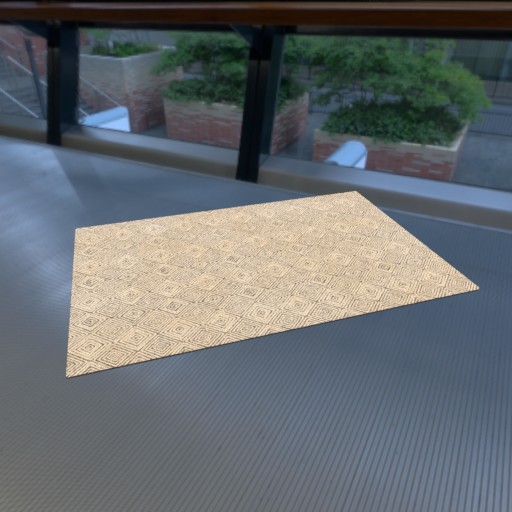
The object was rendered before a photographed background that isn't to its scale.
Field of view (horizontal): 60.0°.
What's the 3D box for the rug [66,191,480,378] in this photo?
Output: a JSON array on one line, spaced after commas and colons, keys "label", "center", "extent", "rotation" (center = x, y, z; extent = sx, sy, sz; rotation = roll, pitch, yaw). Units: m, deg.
[{"label": "rug", "center": [0.000, 0.000, 2.277], "extent": [1.783, 0.008, 1.175], "rotation": [-9, 33, -15]}]
